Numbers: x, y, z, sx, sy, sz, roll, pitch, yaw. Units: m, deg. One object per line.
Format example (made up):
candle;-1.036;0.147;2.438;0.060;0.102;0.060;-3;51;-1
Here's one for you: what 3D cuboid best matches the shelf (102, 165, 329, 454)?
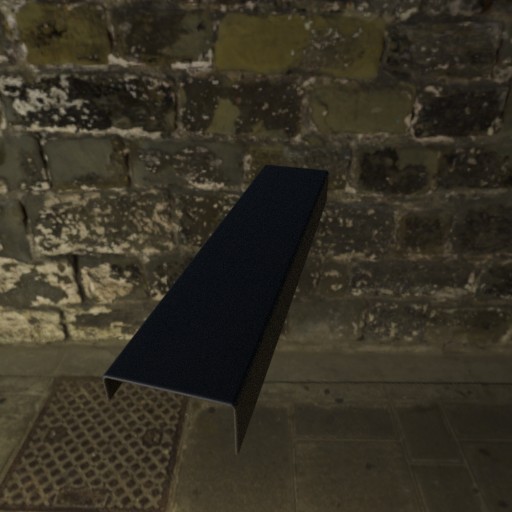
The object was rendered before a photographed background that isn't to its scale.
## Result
shelf;0.000;0.000;0.503;0.102;0.053;0.456;8;32;13
